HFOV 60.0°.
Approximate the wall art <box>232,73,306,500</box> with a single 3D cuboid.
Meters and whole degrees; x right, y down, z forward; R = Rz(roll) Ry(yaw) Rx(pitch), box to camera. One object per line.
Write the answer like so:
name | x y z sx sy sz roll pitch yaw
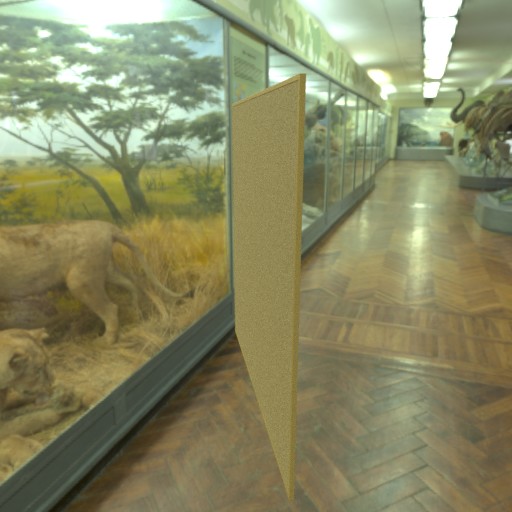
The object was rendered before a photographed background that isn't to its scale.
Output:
wall art | 0.000 0.000 1.396 0.013 0.959 0.962 -3 16 -10
